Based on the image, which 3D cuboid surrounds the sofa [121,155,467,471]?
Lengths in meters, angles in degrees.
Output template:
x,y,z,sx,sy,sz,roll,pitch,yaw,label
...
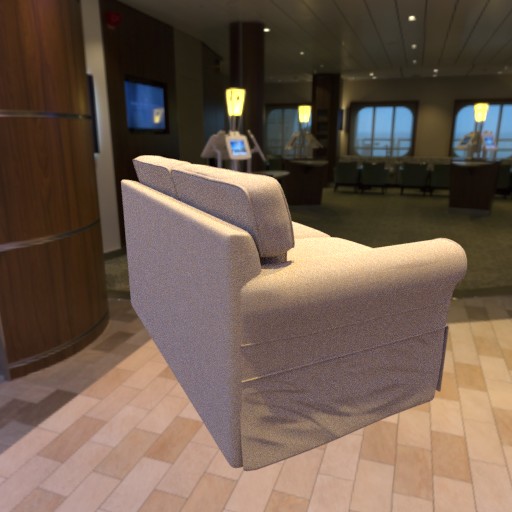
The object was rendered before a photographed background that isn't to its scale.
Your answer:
x,y,z,sx,sy,sz,roll,pitch,yaw,label
0.000,0.000,2.231,0.991,0.940,1.727,-8,17,-26,sofa
